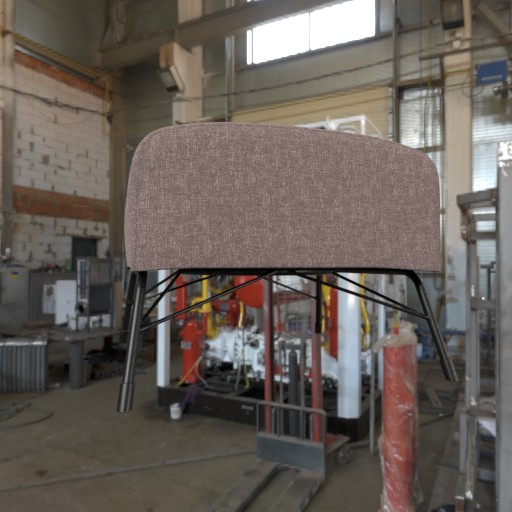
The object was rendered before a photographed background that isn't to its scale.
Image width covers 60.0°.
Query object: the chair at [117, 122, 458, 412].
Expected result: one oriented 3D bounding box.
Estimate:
[{"bbox_3d":[0.000,0.000,0.895,0.530,0.410,0.530,0,-1,-17],"label":"chair"}]
